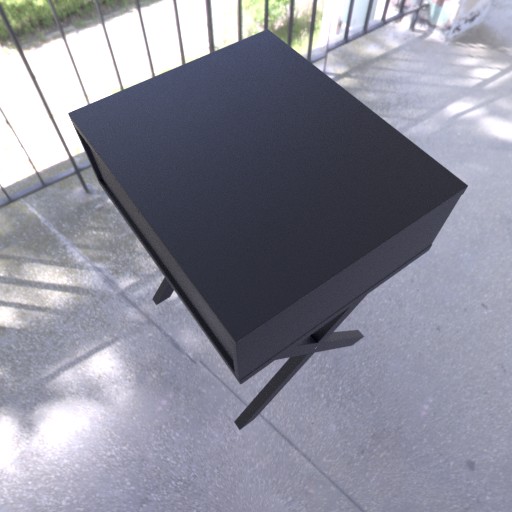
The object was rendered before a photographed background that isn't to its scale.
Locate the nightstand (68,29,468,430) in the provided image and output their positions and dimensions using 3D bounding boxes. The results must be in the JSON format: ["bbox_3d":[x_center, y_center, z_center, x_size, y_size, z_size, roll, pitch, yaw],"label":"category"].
[{"bbox_3d":[0.000,0.000,0.935,0.402,0.623,0.479,-31,63,-18],"label":"nightstand"}]
